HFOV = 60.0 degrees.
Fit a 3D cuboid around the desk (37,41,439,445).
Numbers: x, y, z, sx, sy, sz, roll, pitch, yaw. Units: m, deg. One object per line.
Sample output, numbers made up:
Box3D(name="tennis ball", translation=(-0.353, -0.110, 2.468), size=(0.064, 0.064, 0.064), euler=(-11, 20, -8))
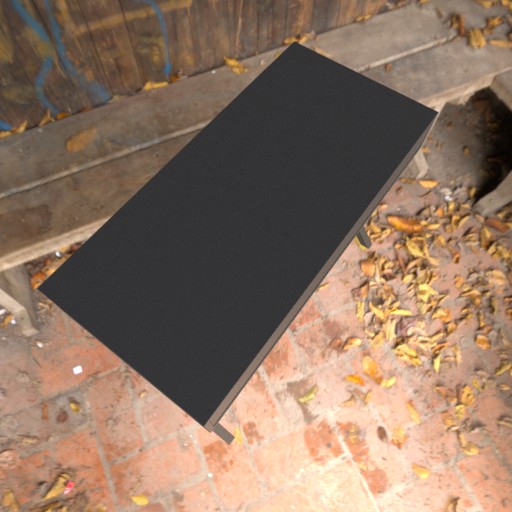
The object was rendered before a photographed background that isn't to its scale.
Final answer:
Box3D(name="desk", translation=(0.000, 0.000, 1.504), size=(0.525, 0.780, 1.057), euler=(34, 68, 15))
